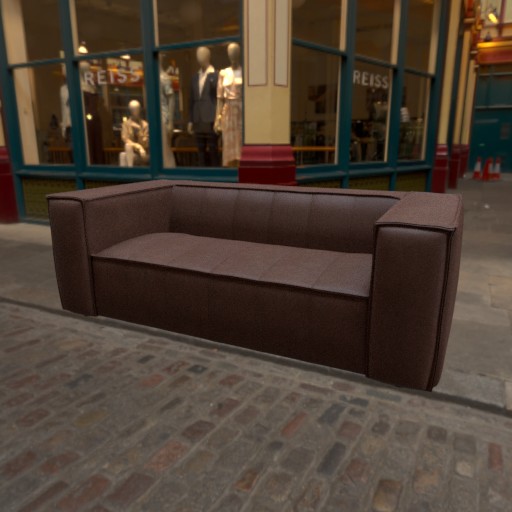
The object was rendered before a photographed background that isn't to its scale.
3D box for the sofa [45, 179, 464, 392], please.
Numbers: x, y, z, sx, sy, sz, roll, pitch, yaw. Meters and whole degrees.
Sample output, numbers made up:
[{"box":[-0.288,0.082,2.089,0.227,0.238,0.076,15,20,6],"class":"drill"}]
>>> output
[{"box":[0.000,0.000,2.500,2.088,0.703,1.102,7,16,25],"class":"sofa"}]
